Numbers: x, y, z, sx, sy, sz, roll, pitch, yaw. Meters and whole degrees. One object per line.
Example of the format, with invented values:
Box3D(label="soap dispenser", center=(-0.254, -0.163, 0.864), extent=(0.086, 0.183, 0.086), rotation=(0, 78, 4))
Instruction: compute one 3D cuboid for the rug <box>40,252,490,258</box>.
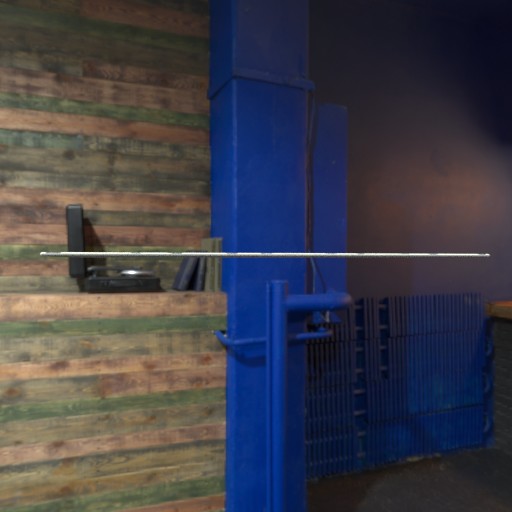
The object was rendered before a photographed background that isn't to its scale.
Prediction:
Box3D(label="rug", center=(0.000, 0.000, 2.932), extent=(2.365, 0.017, 1.521), rotation=(0, 0, -17))
